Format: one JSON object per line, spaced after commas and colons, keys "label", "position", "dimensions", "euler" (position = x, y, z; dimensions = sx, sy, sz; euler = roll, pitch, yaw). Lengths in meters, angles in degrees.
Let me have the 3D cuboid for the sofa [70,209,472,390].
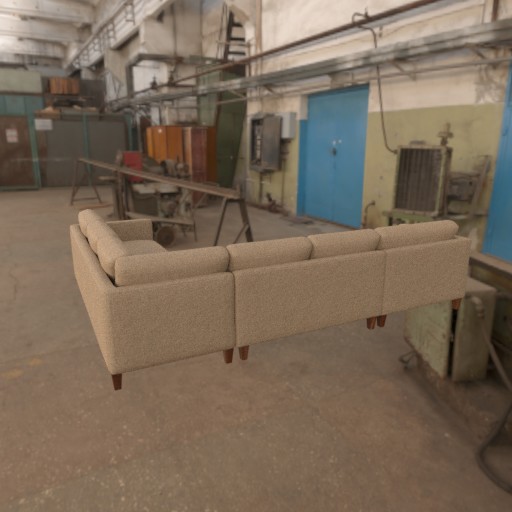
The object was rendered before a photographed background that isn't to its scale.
{"label": "sofa", "position": [0.000, 0.000, 4.629], "dimensions": [3.403, 0.889, 2.551], "euler": [-7, 17, -26]}
